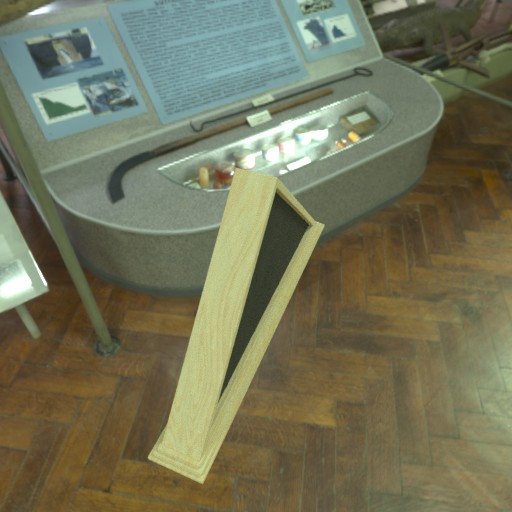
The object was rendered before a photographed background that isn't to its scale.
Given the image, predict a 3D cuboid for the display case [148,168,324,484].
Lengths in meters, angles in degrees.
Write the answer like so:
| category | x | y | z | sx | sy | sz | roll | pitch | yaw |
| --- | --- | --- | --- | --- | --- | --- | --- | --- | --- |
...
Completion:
| category | x | y | z | sx | sy | sz | roll | pitch | yaw |
| --- | --- | --- | --- | --- | --- | --- | --- | --- | --- |
| display case | 0.000 | 0.000 | 0.767 | 0.095 | 0.340 | 0.640 | 16 | 47 | 16 |
